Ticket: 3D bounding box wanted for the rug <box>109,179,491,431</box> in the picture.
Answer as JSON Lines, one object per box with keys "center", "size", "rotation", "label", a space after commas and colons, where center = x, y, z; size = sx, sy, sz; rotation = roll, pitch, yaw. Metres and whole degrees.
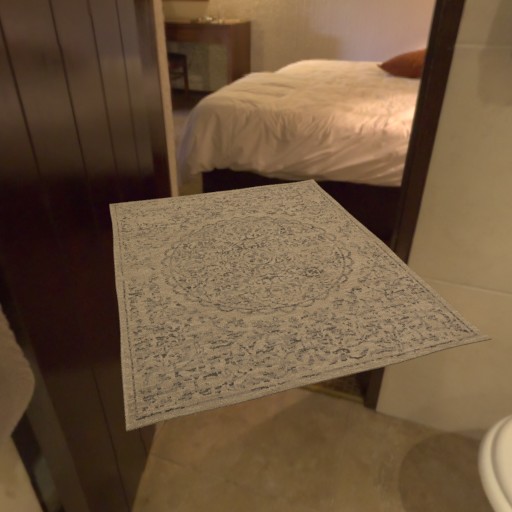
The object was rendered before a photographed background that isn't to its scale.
{"center": [0.000, 0.000, 3.811], "size": [2.343, 0.026, 2.925], "rotation": [-9, 33, -15], "label": "rug"}
